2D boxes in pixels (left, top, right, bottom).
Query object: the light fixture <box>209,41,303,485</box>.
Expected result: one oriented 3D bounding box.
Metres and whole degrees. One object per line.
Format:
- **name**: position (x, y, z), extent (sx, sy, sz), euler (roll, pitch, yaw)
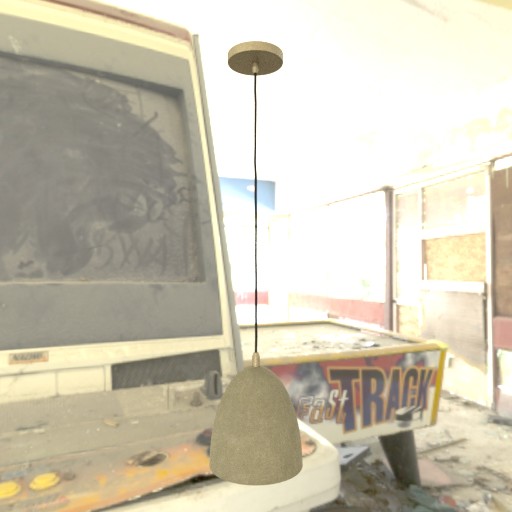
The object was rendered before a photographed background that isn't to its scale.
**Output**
- **light fixture**: position (0.000, 0.000, 0.824), extent (0.170, 0.759, 0.170), euler (0, -2, 0)
